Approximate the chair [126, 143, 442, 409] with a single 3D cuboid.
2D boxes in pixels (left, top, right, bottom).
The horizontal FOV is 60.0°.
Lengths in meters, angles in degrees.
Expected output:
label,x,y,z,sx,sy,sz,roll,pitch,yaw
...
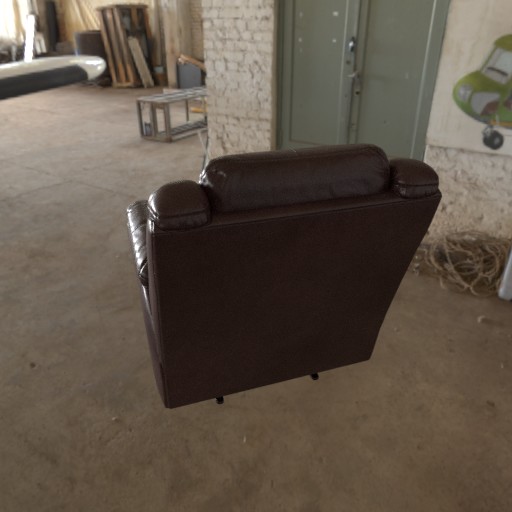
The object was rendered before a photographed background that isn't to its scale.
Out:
label,x,y,z,sx,sy,sz,roll,pitch,yaw
chair,0.000,0.000,1.872,0.990,1.093,1.041,-9,29,-17
